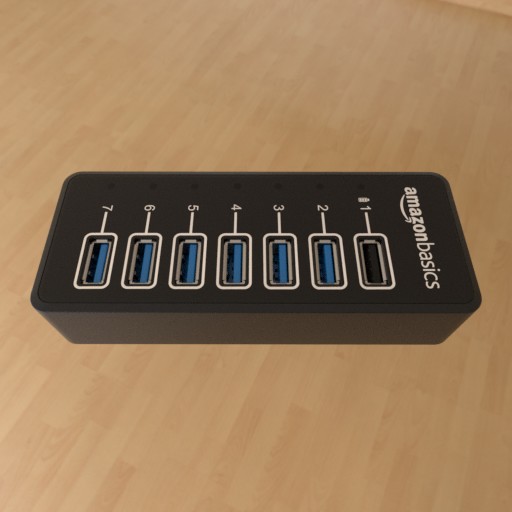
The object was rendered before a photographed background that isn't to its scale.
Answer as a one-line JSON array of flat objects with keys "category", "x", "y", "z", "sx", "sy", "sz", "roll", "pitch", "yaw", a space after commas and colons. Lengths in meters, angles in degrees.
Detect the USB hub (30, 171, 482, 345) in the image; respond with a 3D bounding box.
[{"category": "USB hub", "x": 0.000, "y": 0.000, "z": 0.126, "sx": 0.110, "sy": 0.023, "sz": 0.044, "roll": 0, "pitch": 59, "yaw": 0}]
